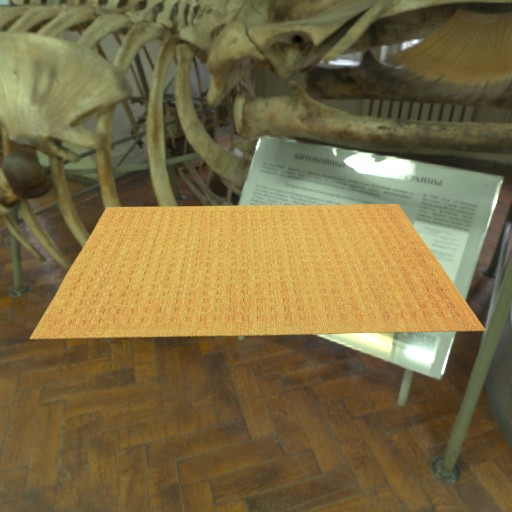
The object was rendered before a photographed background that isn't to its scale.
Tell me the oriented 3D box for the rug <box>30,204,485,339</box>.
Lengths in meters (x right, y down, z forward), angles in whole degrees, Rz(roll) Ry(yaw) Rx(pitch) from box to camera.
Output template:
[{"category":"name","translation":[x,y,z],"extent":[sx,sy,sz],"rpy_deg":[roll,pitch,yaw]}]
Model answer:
[{"category":"rug","translation":[0.000,0.000,2.173],"extent":[1.747,0.006,1.143],"rpy_deg":[-1,32,-1]}]
